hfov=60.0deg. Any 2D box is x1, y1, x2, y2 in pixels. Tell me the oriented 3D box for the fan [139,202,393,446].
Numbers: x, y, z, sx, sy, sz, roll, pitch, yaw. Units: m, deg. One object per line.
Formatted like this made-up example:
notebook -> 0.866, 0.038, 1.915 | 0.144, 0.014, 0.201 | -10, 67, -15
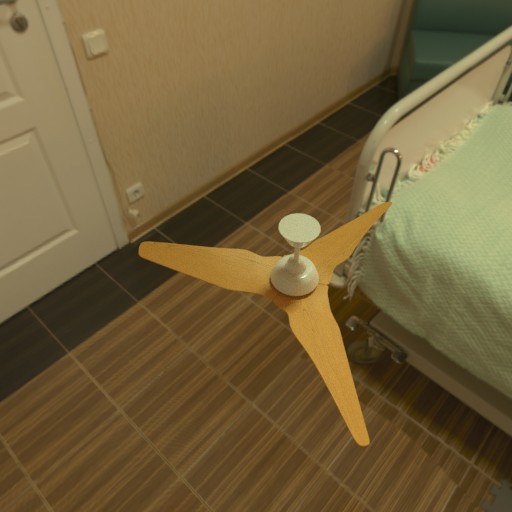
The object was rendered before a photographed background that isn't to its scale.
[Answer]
fan -> 0.000, 0.000, 1.668 | 1.010, 0.355, 1.142 | 10, 48, 9
